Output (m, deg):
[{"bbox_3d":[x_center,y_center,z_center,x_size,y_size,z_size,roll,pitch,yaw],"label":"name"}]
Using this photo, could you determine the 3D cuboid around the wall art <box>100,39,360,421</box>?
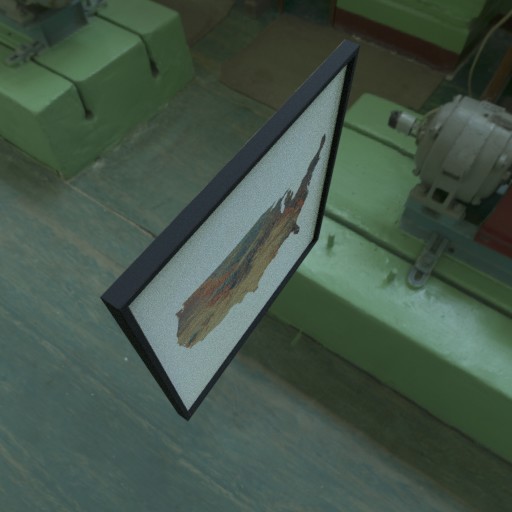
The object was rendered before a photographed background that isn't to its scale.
[{"bbox_3d":[0.000,0.000,1.130,0.038,0.762,0.762,30,63,17],"label":"wall art"}]
